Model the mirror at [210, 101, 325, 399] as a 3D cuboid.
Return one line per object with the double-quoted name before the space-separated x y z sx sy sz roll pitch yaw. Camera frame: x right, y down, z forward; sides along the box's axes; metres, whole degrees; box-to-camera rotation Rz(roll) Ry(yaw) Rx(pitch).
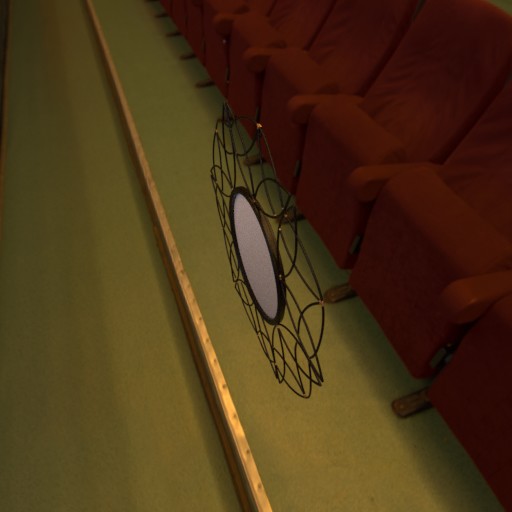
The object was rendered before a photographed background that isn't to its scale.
"mirror" 0.000 0.000 1.188 0.028 0.775 0.797 -16 49 -14
